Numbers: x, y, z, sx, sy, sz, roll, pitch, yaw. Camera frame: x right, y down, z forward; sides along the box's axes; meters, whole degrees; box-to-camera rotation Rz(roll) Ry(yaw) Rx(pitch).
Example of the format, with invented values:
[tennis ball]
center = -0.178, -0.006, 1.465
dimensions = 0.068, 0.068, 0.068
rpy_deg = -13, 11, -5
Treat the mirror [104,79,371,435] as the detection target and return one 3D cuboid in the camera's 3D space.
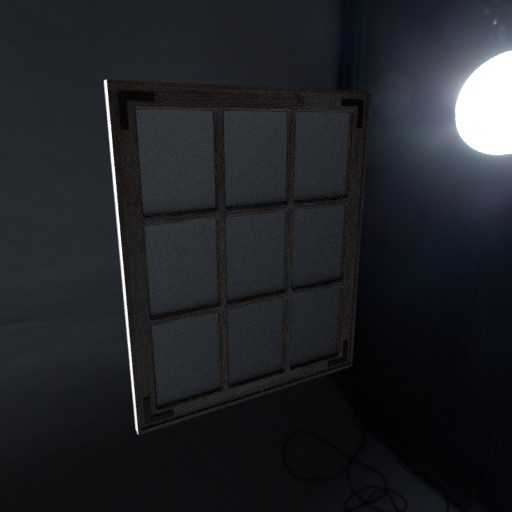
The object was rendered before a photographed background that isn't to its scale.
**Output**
[mirror]
center = 0.000, 0.000, 1.234
dimensions = 0.730, 0.882, 0.032
rpy_deg = -9, 19, -27
